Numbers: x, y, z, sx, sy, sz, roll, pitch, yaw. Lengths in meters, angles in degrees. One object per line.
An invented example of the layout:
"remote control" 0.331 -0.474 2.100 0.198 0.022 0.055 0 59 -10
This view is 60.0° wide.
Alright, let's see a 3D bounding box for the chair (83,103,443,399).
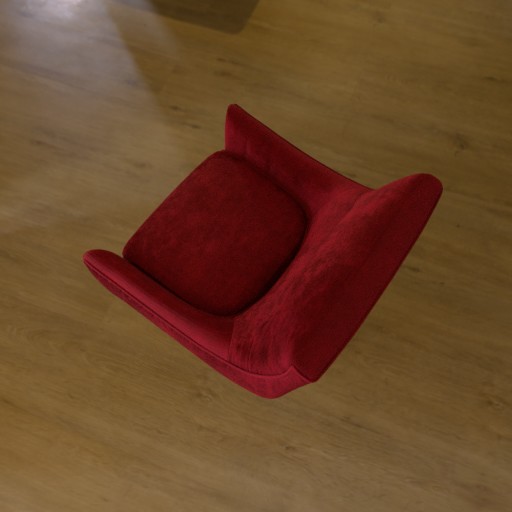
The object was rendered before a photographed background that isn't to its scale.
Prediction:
"chair" 0.000 0.000 1.481 0.787 0.838 0.762 34 70 14
